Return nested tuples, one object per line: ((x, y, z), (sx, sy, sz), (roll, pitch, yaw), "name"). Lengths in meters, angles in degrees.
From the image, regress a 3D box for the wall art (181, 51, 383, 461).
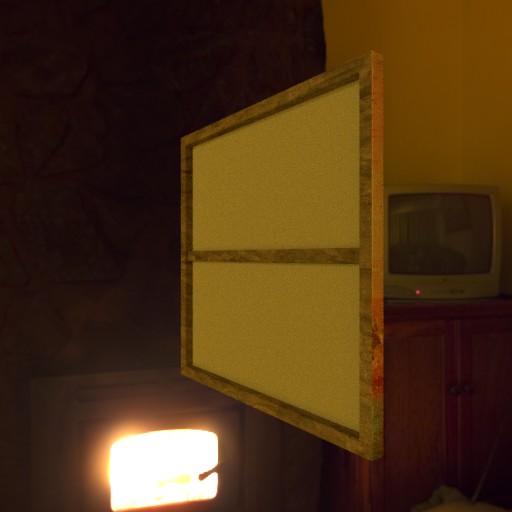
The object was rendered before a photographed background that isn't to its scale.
((0.000, 0.000, 1.111), (0.035, 0.747, 0.747), (0, 0, -37), "wall art")
